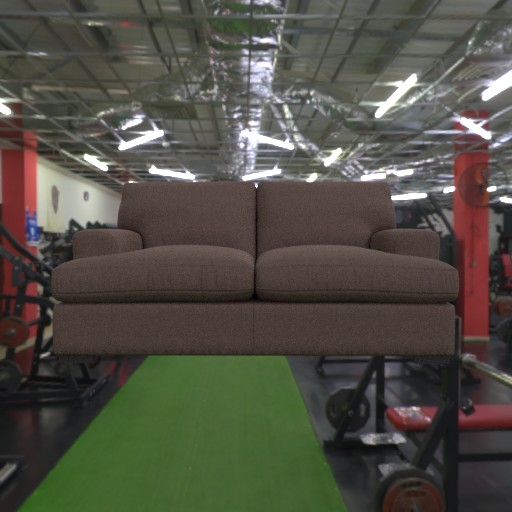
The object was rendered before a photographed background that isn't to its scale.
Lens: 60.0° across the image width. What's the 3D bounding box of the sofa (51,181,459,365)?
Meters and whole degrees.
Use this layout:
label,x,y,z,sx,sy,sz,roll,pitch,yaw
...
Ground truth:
label,x,y,z,sx,sy,sz,roll,pitch,yaw
sofa,0.000,0.000,2.495,1.869,0.950,1.140,0,1,0
